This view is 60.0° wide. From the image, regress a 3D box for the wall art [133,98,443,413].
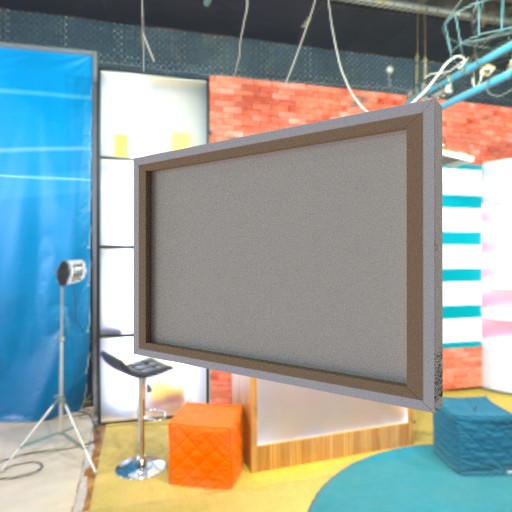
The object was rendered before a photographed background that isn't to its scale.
[{"bbox_3d":[0.000,0.000,0.776,0.608,0.414,0.042,0,0,36],"label":"wall art"}]
